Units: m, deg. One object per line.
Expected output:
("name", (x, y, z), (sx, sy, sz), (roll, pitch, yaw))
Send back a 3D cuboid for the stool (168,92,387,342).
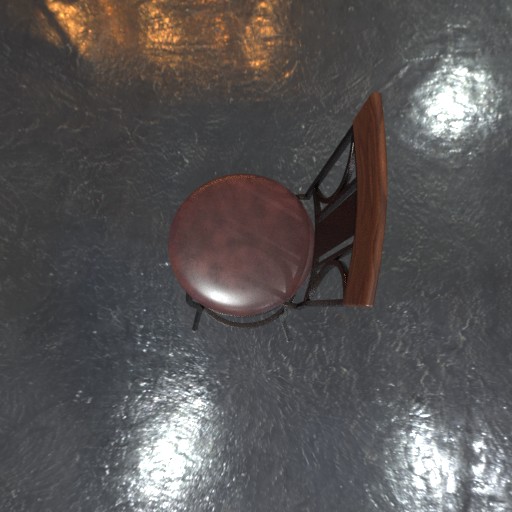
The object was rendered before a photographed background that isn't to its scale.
("stool", (0.000, 0.000, 1.406), (0.513, 1.130, 0.448), (6, 75, 2))
